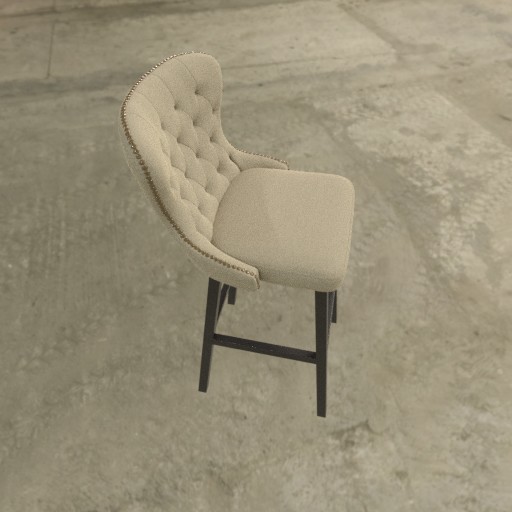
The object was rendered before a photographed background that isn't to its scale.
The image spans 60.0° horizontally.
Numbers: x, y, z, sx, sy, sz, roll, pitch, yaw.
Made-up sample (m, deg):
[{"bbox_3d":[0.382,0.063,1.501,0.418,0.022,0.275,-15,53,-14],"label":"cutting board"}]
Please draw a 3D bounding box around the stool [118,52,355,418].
[{"bbox_3d":[0.000,0.000,1.388,0.605,1.066,0.528,9,47,9],"label":"stool"}]
